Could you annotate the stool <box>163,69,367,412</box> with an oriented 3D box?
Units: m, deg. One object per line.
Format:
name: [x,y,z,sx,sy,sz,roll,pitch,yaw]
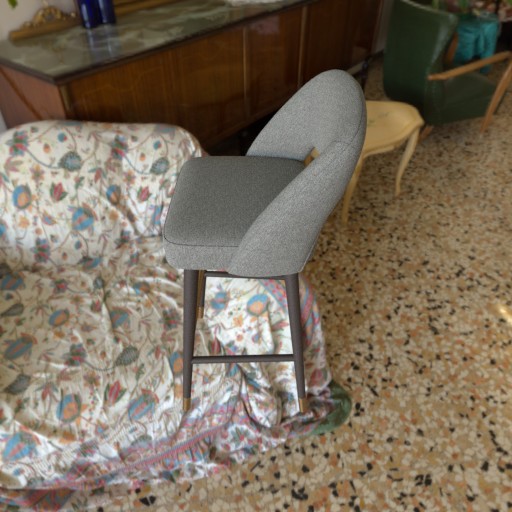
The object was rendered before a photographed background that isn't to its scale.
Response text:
stool: [0.000,0.000,1.421,0.524,1.089,0.536,1,41,1]
